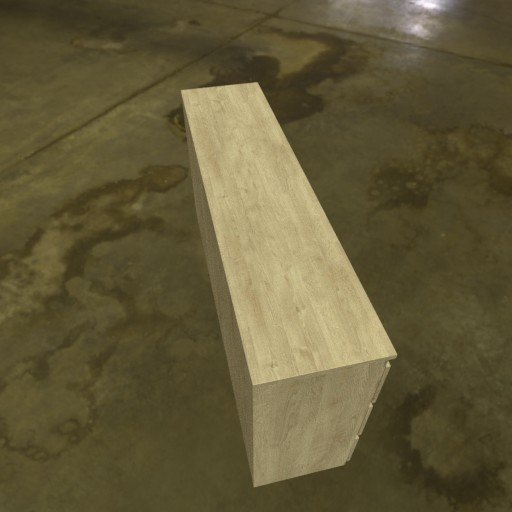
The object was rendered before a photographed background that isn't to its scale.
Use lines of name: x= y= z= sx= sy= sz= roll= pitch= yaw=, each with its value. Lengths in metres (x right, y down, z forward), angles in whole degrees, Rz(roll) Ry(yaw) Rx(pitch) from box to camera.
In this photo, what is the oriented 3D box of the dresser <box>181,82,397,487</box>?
dresser: x=0.000 y=0.000 z=1.930 sx=0.390 sy=0.795 sz=1.590 roll=-10 pitch=47 yaw=-9
